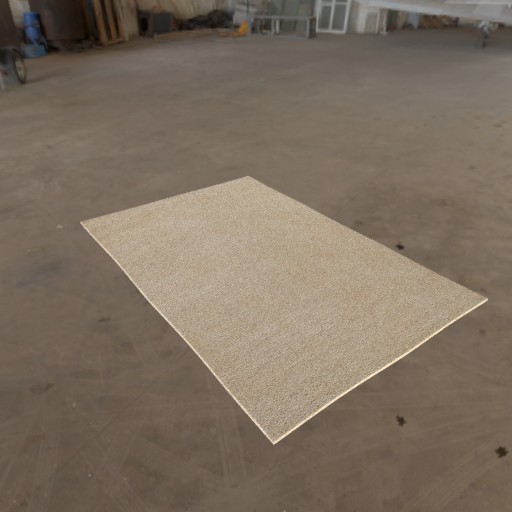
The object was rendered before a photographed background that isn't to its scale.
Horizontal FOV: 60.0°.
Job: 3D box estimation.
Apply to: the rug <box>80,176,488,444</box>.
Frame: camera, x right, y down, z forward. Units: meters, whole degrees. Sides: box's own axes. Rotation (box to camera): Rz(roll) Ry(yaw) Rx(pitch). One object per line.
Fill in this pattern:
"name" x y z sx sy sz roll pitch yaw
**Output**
"rug" 0.000 0.000 3.387 1.800 0.025 2.699 -21 38 -30
